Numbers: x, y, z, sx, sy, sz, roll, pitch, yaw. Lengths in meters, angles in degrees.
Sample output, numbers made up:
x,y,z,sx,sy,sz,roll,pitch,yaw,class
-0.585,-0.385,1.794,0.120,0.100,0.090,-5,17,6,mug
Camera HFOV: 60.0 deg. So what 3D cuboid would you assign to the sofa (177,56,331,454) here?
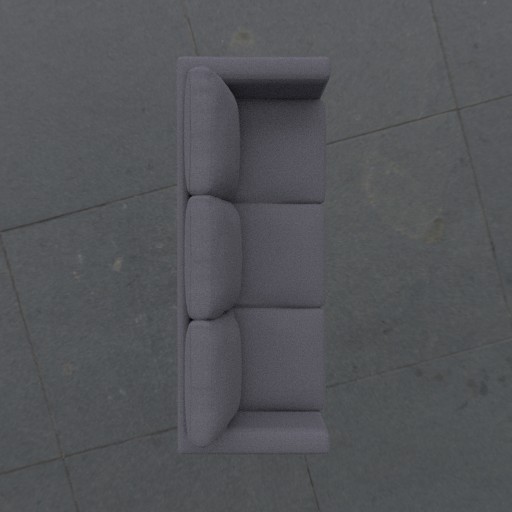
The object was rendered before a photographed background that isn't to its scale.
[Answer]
x,y,z,sx,sy,sz,roll,pitch,yaw,class
0.000,0.000,2.486,0.802,0.912,2.029,0,91,0,sofa
